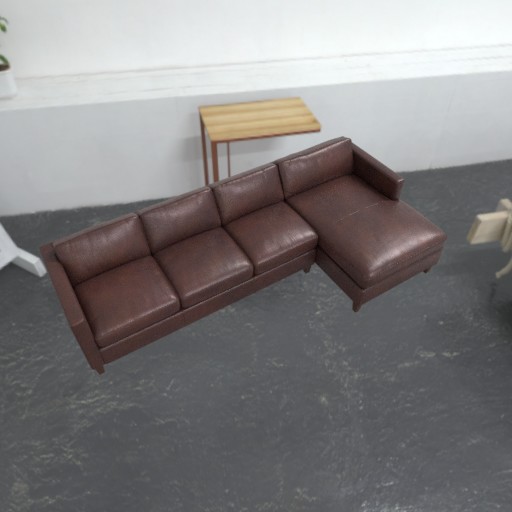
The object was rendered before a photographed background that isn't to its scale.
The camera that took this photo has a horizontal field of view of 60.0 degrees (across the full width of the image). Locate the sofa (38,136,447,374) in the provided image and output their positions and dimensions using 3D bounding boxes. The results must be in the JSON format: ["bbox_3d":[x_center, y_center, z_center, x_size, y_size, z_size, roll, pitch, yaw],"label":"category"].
[{"bbox_3d":[0.000,0.000,3.935,3.203,0.883,1.581,-24,51,-22],"label":"sofa"}]
